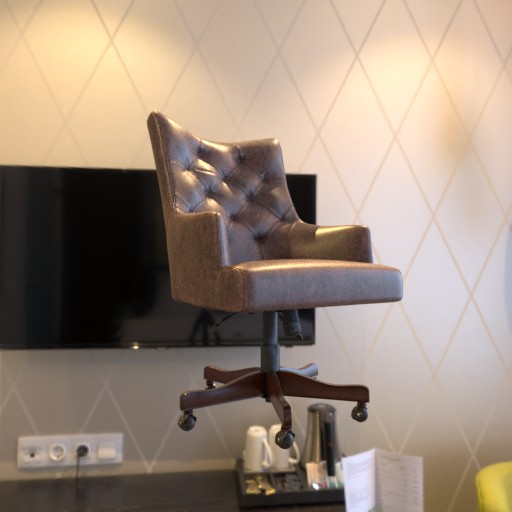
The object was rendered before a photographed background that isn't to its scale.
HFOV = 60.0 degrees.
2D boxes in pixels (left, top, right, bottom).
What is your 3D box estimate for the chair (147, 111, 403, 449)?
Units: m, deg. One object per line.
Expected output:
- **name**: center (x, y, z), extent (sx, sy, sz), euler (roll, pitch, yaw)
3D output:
- **chair**: center (0.000, 0.000, 1.528), extent (0.641, 1.035, 0.762), euler (1, -2, -37)
